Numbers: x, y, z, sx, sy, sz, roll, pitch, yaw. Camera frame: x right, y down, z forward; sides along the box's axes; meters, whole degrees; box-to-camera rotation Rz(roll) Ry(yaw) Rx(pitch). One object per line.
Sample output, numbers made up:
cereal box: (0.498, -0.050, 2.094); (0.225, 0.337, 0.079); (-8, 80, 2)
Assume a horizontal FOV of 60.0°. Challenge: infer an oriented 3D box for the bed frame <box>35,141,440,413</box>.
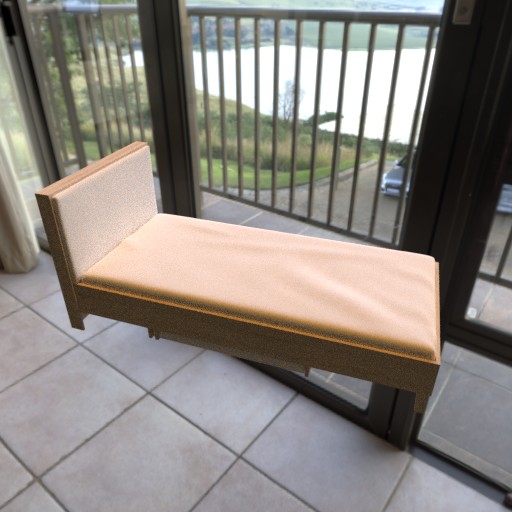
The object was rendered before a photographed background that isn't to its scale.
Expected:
bed frame: (0.000, 0.000, 2.686); (2.140, 0.920, 0.990); (10, 32, 16)
